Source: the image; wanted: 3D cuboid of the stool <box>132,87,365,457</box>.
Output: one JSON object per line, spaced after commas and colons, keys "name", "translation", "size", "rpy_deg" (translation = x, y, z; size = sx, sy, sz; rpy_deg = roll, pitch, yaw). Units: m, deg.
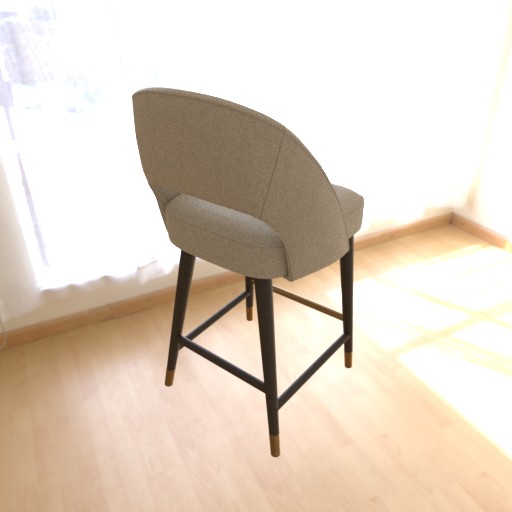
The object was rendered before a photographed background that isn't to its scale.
{"name": "stool", "translation": [0.000, 0.000, 1.234], "size": [0.494, 0.940, 0.509], "rpy_deg": [21, 36, 32]}
